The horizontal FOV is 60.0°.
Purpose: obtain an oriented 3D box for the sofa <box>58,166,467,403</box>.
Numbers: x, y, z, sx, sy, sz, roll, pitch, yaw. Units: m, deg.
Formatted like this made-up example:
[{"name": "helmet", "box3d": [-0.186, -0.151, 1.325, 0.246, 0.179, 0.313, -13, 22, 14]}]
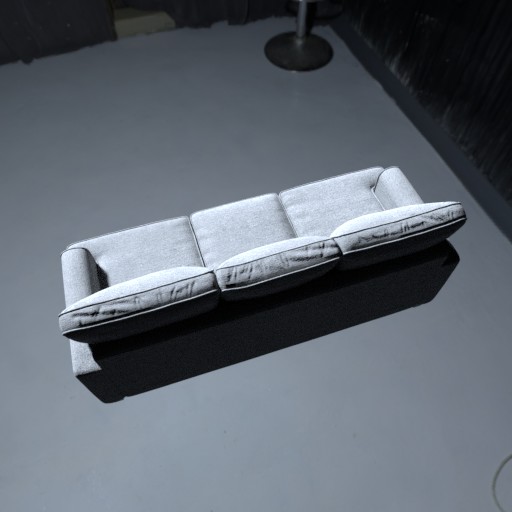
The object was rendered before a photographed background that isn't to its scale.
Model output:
[{"name": "sofa", "box3d": [0.000, 0.000, 2.629, 2.158, 0.965, 0.951, -15, 58, -10]}]
